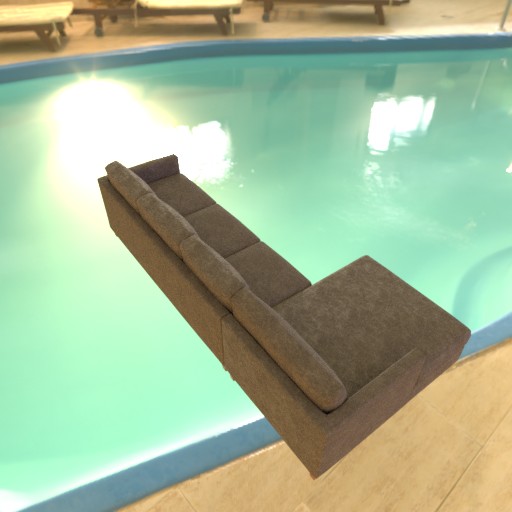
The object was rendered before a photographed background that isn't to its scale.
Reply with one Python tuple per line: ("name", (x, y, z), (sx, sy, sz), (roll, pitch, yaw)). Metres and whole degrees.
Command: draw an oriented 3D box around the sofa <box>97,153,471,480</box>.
("sofa", (0.000, 0.000, 4.096), (1.606, 0.954, 3.471), (-26, 48, -27))
